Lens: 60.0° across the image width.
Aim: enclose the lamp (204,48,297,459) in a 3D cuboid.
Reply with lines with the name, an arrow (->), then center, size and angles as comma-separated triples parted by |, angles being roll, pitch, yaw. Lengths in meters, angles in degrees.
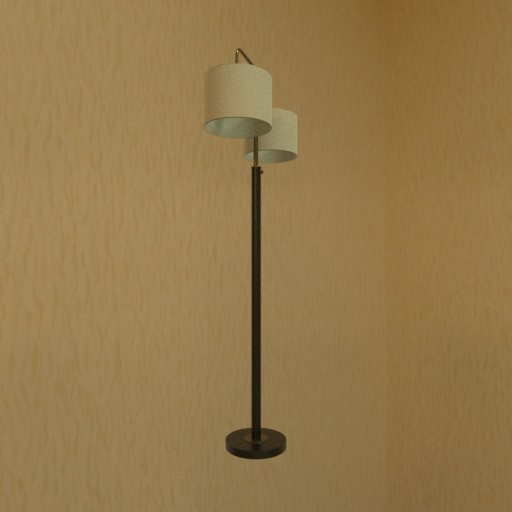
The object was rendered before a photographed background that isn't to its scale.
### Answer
lamp -> 0.000, 0.000, 1.865 | 0.254, 1.587, 0.711 | 0, -1, 17
